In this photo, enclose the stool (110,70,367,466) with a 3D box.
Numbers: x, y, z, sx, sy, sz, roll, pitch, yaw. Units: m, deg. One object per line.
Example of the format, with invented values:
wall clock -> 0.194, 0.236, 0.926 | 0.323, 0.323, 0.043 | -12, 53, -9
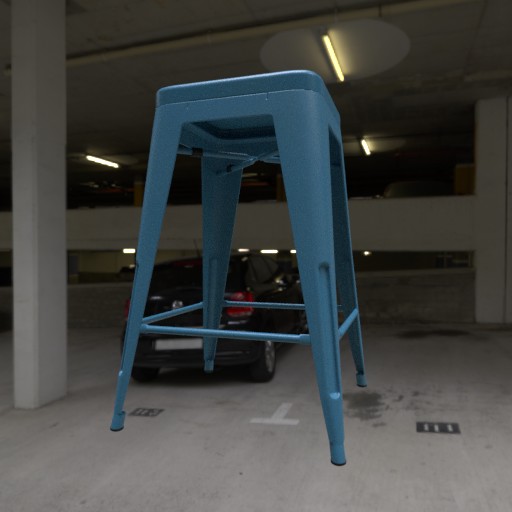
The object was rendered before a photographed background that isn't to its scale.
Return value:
stool -> 0.000, 0.000, 0.897 | 0.410, 0.608, 0.410 | 0, 1, 18
